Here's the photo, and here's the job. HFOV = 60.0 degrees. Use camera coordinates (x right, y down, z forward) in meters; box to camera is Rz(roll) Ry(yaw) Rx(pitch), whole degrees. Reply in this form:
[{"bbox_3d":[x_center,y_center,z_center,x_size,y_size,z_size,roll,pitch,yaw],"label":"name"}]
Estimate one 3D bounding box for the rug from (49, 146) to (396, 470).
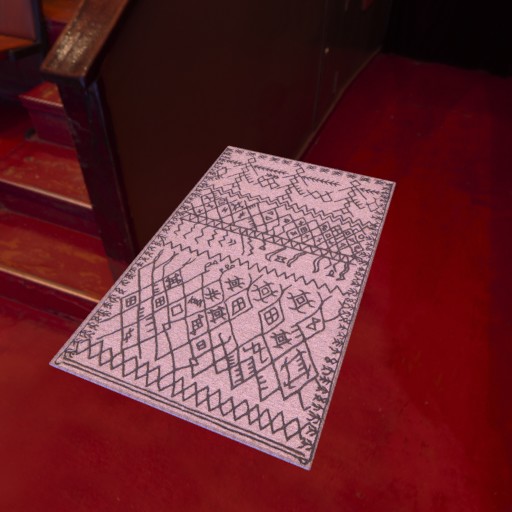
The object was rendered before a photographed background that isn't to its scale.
[{"bbox_3d":[0.000,0.000,3.084,1.526,0.012,2.444,16,48,15],"label":"rug"}]
